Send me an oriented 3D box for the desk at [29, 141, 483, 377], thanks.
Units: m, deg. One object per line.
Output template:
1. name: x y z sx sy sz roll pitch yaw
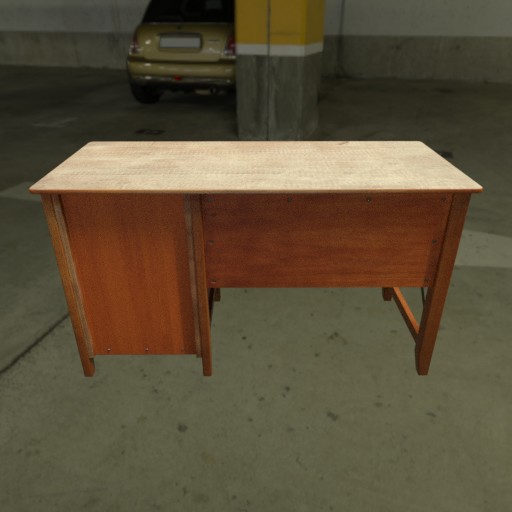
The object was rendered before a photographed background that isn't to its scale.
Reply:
1. desk: 0.000 0.000 1.737 1.353 0.756 0.574 0 28 0
